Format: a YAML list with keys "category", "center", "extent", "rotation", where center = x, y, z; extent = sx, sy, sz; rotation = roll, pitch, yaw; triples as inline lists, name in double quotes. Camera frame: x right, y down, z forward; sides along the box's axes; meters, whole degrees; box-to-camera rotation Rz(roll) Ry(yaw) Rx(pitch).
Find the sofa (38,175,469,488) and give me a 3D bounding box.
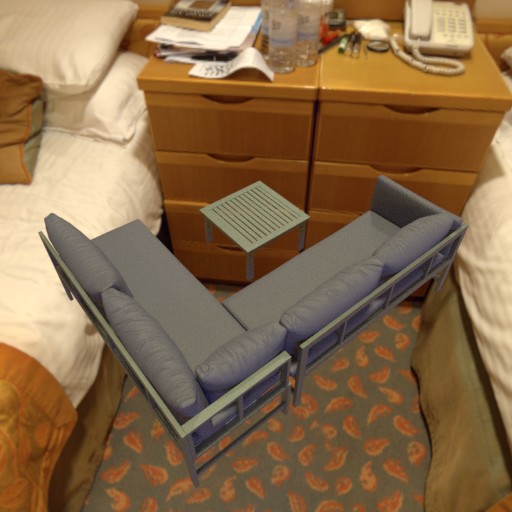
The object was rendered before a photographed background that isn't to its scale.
- category: "sofa"
  center: [0.000, 0.000, 2.956]
  extent: [2.149, 0.762, 1.658]
  rotation: [-30, 52, -27]
